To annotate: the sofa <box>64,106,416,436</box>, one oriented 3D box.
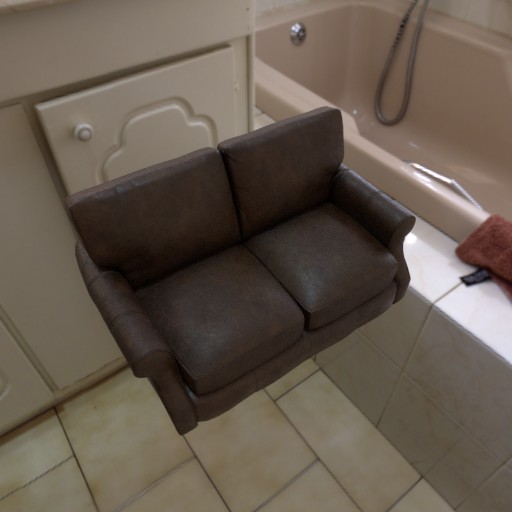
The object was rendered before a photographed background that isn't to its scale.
[{"bbox_3d":[0.000,0.000,2.294,1.616,0.976,0.990,-26,51,-23],"label":"sofa"}]
